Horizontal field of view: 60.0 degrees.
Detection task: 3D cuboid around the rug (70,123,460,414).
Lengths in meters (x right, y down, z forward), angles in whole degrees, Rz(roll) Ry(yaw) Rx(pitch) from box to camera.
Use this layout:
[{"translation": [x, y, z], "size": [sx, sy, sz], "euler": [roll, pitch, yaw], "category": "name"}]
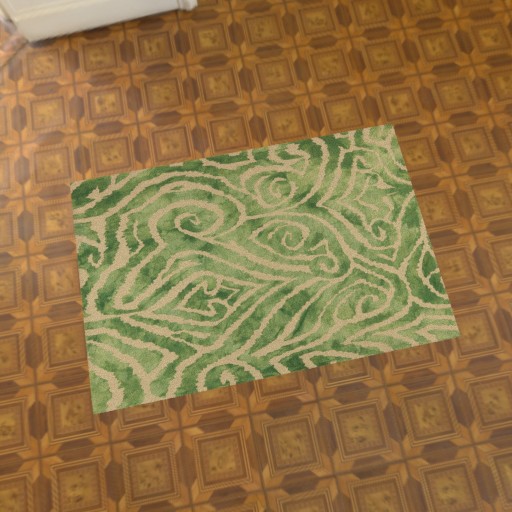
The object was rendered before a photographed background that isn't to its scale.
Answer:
[{"translation": [0.000, 0.000, 2.313], "size": [1.826, 0.006, 1.220], "euler": [-11, 75, -3], "category": "rug"}]
